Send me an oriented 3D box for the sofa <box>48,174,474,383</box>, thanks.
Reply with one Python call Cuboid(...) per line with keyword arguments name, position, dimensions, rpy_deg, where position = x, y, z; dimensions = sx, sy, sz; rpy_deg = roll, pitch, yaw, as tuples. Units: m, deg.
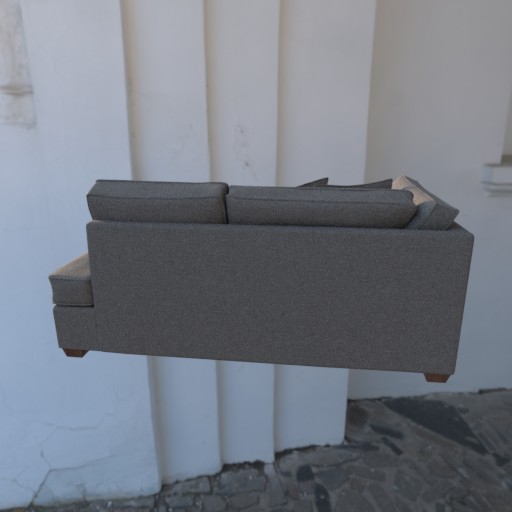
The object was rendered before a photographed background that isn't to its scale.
Cuboid(name="sofa", position=(0.000, 0.000, 2.827), dimensions=(2.237, 1.033, 1.110), rpy_deg=(2, 17, 7))
